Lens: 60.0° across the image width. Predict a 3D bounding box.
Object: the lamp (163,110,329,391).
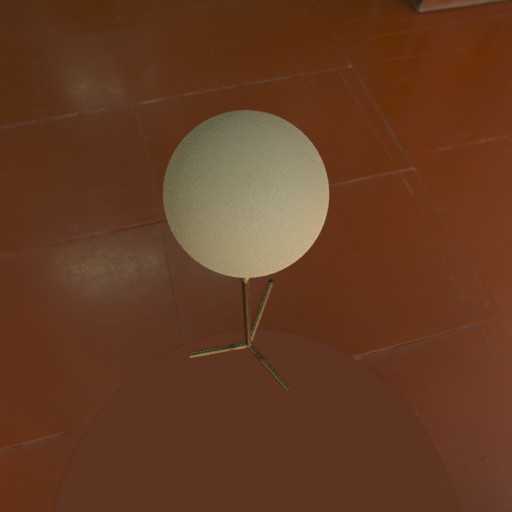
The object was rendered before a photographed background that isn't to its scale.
[{"bbox_3d":[0.000,0.000,0.677,0.210,0.552,0.251,17,60,10],"label":"lamp"}]
